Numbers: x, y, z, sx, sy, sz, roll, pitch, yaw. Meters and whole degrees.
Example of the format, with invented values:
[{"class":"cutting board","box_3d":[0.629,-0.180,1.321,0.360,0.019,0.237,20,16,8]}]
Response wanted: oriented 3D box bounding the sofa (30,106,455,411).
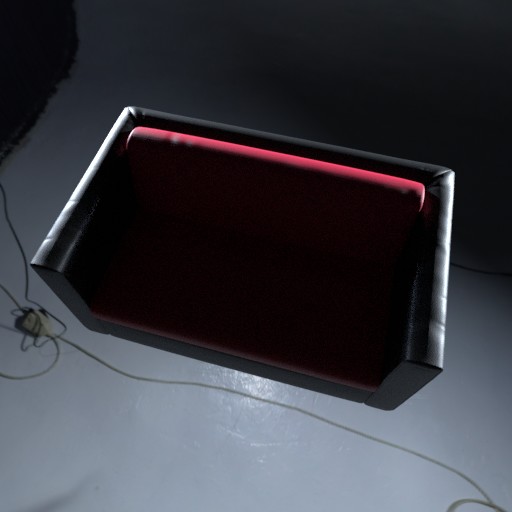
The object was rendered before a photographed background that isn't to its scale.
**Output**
[{"class":"sofa","box_3d":[0.000,0.000,1.893,1.410,0.735,0.845,13,60,8]}]
